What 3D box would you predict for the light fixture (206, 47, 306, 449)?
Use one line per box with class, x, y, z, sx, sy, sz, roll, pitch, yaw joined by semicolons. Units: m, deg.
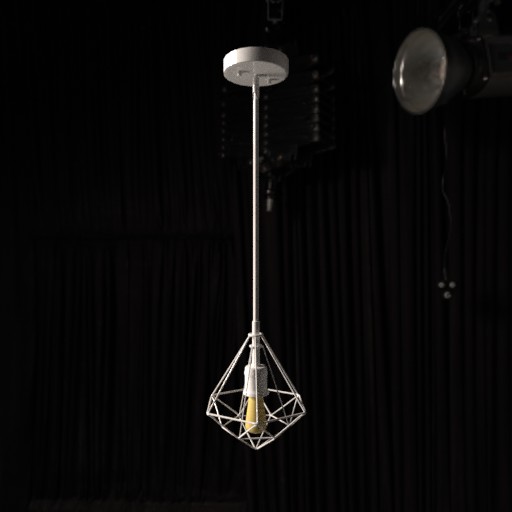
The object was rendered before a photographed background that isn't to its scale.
light fixture;0.000;0.000;2.019;0.431;1.764;0.487;0;0;-1
